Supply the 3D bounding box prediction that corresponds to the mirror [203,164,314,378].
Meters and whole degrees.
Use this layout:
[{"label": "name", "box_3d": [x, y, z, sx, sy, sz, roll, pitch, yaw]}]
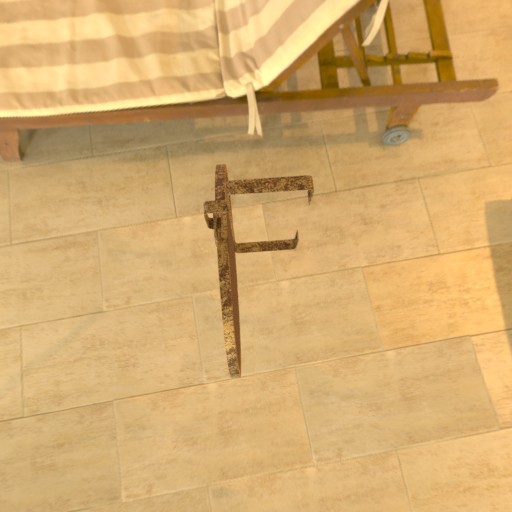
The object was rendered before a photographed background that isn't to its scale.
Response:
[{"label": "mirror", "box_3d": [0.000, 0.000, 0.856, 0.144, 0.651, 0.447, -4, 75, -1]}]
